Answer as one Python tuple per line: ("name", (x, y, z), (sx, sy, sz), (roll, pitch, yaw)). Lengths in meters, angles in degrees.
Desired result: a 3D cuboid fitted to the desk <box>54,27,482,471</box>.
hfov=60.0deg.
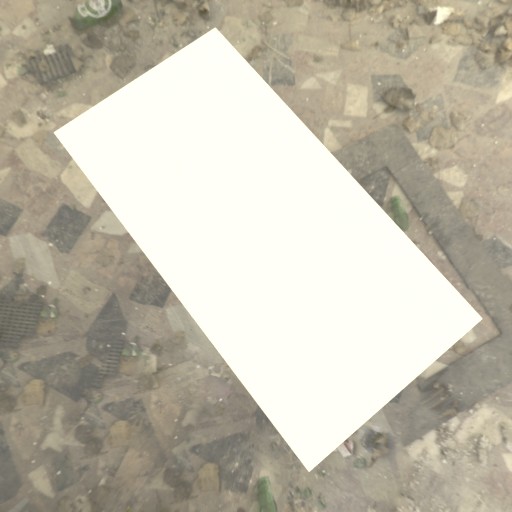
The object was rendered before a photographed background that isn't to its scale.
("desk", (0.000, 0.000, 1.515), (0.560, 0.735, 1.097), (-37, 78, -9))
